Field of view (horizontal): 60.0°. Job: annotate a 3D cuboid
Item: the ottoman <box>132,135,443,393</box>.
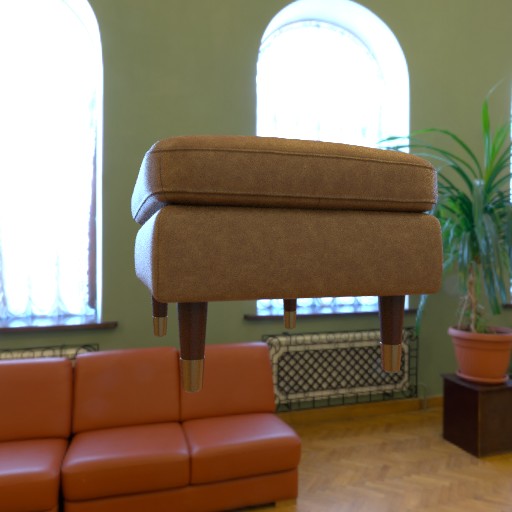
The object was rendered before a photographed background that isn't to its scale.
[{"bbox_3d":[0.000,0.000,1.126,0.593,0.478,0.747,0,0,-18],"label":"ottoman"}]
